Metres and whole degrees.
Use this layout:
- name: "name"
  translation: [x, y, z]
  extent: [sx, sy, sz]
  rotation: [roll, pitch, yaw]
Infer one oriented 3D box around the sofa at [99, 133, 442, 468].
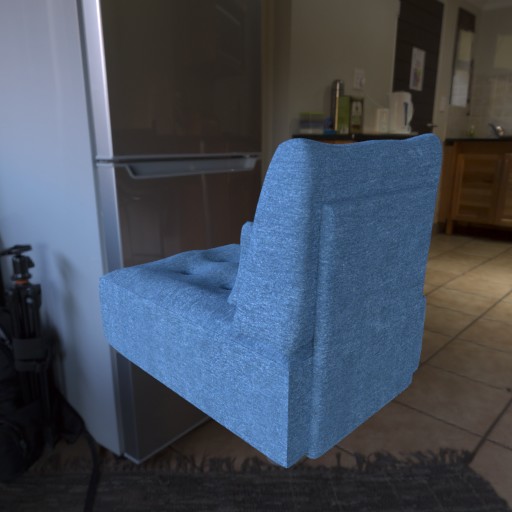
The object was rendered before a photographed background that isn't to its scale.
- name: "sofa"
  translation: [0.000, 0.000, 1.538]
  extent: [0.700, 0.820, 1.000]
  rotation: [-15, 21, -42]
